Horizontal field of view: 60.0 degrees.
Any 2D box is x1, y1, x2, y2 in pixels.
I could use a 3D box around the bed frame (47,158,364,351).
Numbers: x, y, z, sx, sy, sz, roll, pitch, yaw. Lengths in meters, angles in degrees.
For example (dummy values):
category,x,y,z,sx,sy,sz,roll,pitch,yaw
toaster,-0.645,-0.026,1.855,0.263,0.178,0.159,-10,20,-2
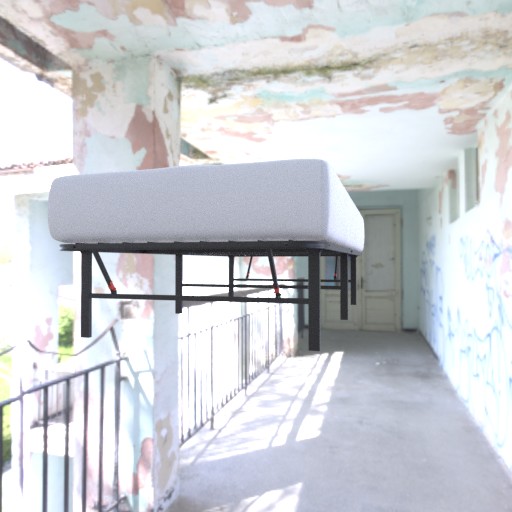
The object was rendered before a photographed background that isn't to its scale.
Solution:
category,x,y,z,sx,sy,sz,roll,pitch,yaw
bed frame,0.000,0.000,2.347,1.025,0.640,1.908,0,-1,17
